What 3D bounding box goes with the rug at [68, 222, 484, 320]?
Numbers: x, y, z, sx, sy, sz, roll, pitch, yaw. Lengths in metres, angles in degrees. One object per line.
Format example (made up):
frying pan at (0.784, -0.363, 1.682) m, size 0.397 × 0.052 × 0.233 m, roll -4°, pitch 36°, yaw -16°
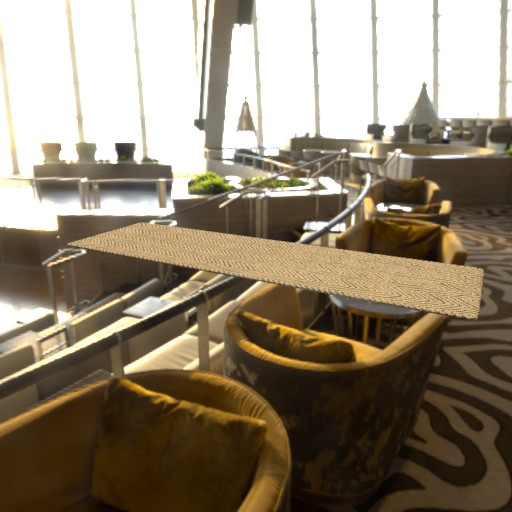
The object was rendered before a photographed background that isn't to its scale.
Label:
rug at (0.000, 0.000, 2.495) m, size 2.286 × 0.008 × 0.686 m, roll 9°, pitch 19°, yaw 27°
